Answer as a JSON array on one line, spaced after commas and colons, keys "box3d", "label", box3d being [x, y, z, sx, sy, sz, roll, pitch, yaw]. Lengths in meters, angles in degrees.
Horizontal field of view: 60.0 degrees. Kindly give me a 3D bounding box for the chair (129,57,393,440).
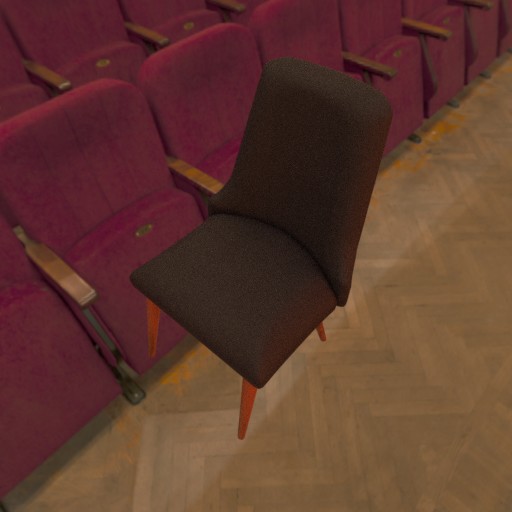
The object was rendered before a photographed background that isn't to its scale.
[{"box3d": [0.000, 0.000, 1.184, 0.504, 0.820, 0.567, 33, 56, 26], "label": "chair"}]
